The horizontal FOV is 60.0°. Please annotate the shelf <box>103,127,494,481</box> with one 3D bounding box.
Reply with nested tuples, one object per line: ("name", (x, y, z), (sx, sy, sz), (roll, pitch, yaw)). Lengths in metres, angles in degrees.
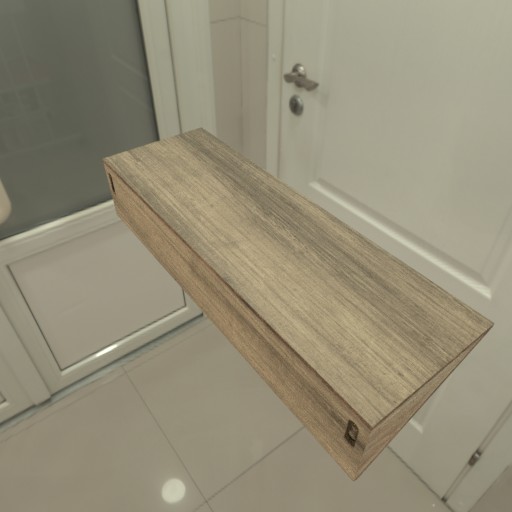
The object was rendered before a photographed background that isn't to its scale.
("shelf", (0.000, 0.000, 0.668), (0.200, 0.125, 0.610), (-27, 48, -27))
